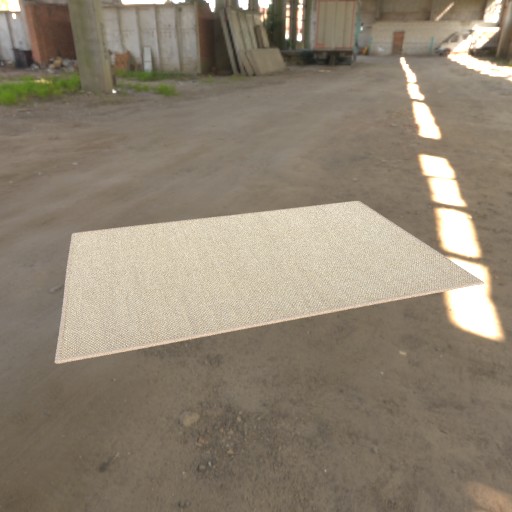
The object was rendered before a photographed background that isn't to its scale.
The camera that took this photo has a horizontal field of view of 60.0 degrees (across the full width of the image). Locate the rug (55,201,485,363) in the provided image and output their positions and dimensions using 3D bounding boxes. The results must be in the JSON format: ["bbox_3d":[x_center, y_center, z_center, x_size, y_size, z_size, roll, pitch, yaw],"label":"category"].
[{"bbox_3d":[0.000,0.000,2.078,1.676,0.013,1.067,-8,28,-16],"label":"rug"}]
